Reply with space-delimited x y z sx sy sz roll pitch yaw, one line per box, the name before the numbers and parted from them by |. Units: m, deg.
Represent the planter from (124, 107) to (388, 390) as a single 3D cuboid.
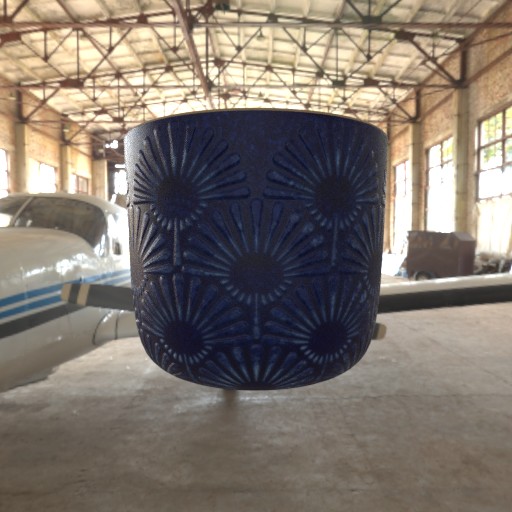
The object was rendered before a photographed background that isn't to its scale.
planter | 0.000 0.000 0.219 0.124 0.109 0.124 0 2 0
